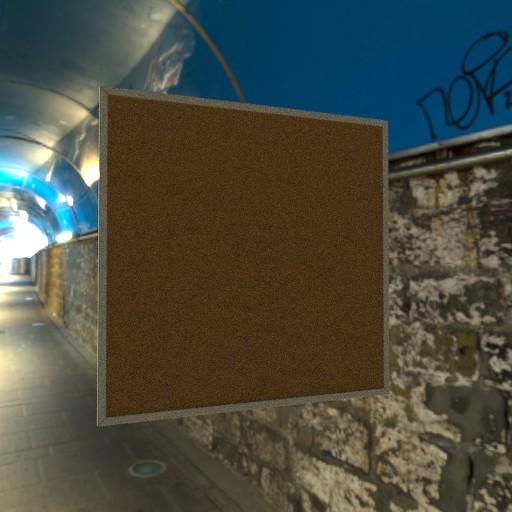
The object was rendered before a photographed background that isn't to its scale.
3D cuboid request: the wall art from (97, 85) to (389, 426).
[{"bbox_3d":[0.000,0.000,0.758,0.508,0.508,0.037,0,-1,-19],"label":"wall art"}]
